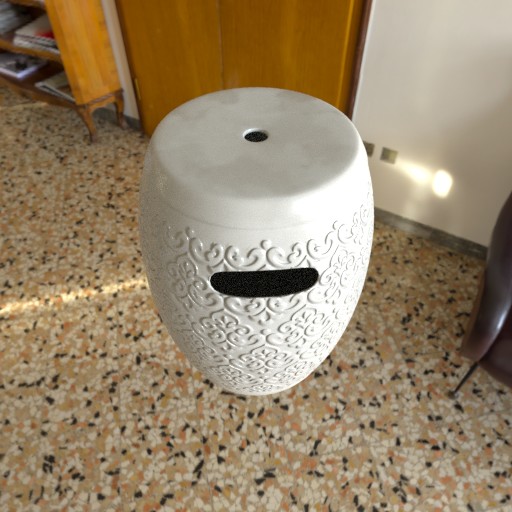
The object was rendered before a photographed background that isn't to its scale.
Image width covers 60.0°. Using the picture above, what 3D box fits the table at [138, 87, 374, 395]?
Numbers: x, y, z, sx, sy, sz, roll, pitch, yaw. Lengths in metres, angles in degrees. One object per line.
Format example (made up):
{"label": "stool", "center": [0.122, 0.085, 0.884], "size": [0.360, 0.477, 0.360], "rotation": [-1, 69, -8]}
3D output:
{"label": "table", "center": [0.000, 0.000, 0.635], "size": [0.309, 0.397, 0.309], "rotation": [0, 47, 0]}
